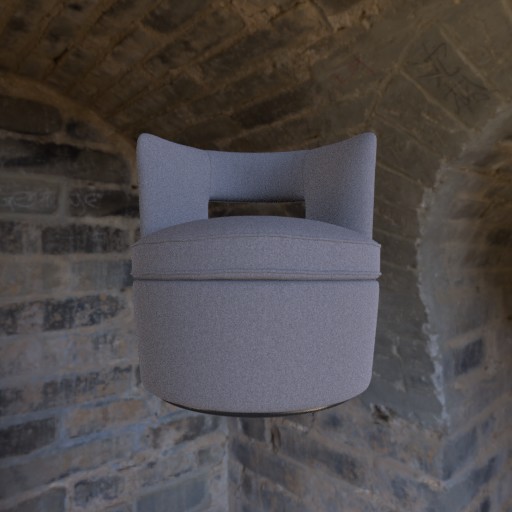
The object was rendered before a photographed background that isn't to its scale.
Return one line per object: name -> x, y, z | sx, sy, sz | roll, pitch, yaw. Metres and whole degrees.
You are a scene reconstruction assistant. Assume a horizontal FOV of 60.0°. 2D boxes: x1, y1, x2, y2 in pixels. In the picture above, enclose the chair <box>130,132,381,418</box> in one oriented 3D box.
chair -> 0.000, 0.000, 1.248 | 0.689, 0.719, 0.660 | 0, 0, 1
